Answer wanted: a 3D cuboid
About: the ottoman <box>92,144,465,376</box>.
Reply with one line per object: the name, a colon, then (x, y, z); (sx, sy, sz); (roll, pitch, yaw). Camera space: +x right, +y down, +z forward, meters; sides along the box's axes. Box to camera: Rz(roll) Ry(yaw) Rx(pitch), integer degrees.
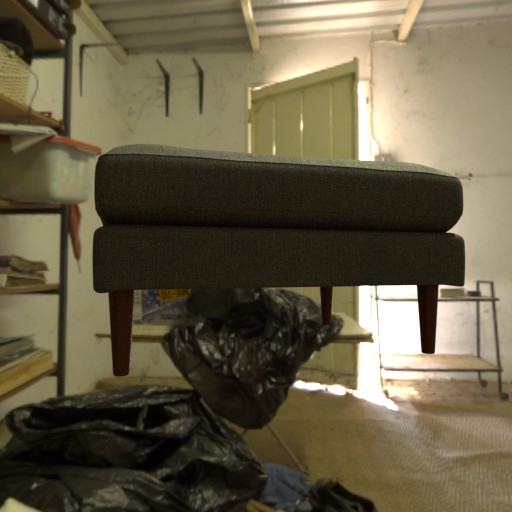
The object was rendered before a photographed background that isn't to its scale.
ottoman: (0.000, 0.000, 1.230); (0.821, 0.474, 0.693); (0, -1, -17)
